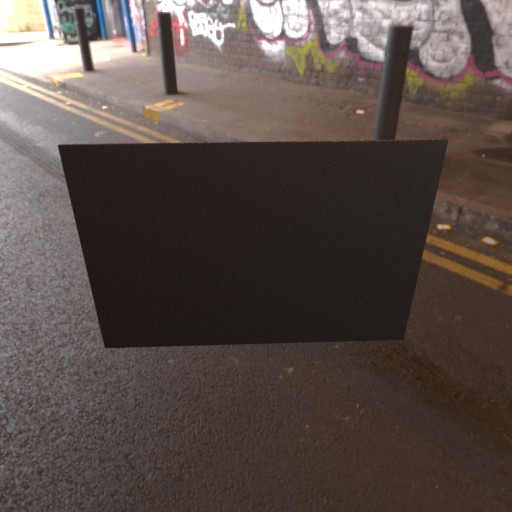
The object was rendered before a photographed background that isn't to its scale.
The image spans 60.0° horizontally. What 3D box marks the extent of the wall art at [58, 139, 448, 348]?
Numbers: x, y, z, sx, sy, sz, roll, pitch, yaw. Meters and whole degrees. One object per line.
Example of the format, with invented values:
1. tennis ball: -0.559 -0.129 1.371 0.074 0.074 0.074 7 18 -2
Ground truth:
1. wall art: 0.000 0.000 1.562 1.192 0.811 0.013 -1 31 -2
